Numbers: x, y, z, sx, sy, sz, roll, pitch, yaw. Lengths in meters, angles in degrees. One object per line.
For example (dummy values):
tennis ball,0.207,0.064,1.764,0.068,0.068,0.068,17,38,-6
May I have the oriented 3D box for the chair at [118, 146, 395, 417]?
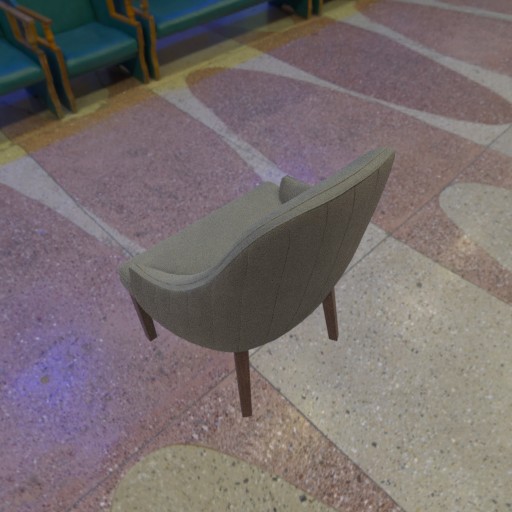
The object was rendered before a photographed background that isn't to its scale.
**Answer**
chair,0.000,0.000,1.295,0.643,0.889,0.575,-34,56,-26
